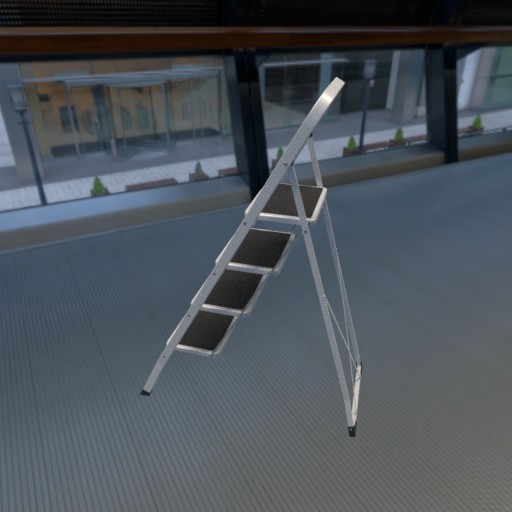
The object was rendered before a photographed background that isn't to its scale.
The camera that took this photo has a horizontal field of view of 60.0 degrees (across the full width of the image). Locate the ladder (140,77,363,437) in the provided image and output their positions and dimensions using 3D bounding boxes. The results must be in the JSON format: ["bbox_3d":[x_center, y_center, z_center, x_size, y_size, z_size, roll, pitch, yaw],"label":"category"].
[{"bbox_3d":[0.000,0.000,1.689,0.914,1.265,0.460,8,30,14],"label":"ladder"}]
